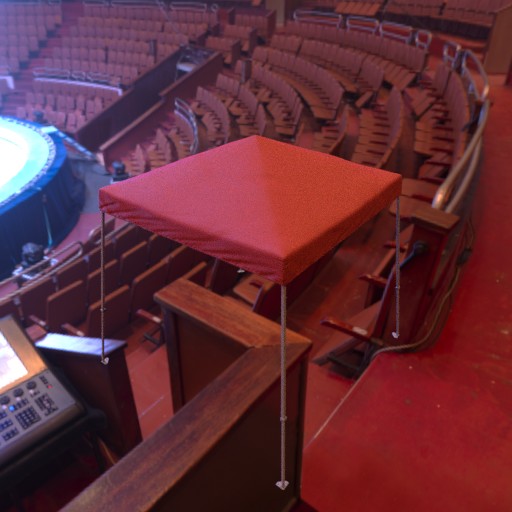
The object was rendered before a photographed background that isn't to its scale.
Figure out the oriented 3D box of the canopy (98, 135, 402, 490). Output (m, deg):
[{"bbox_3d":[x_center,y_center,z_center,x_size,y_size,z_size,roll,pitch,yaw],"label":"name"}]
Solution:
[{"bbox_3d":[0.000,0.000,6.622,3.600,3.600,3.599,21,36,32],"label":"canopy"}]
